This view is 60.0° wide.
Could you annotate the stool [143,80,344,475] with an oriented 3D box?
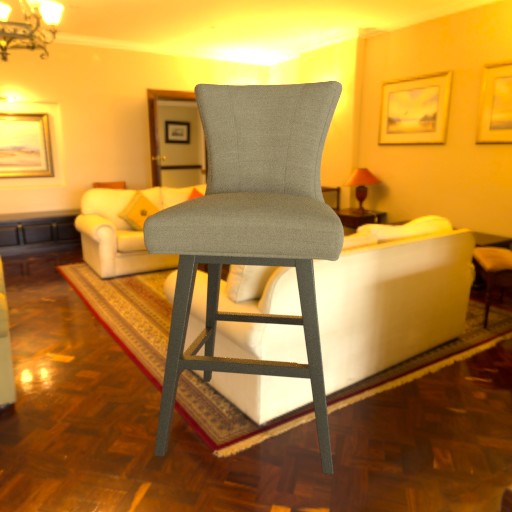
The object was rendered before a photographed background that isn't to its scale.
[{"bbox_3d":[0.000,0.000,1.391,0.514,1.086,0.574,2,14,8],"label":"stool"}]
